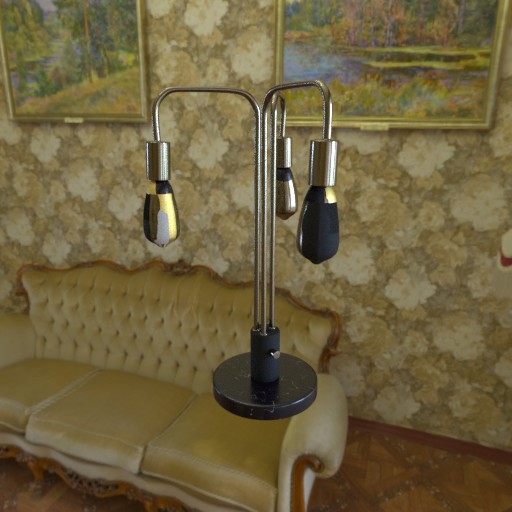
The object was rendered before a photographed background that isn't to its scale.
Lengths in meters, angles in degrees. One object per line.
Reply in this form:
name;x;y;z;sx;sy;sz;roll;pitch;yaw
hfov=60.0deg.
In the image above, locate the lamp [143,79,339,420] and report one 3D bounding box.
lamp;0.000;0.000;0.777;0.355;0.560;0.368;-8;18;-26
